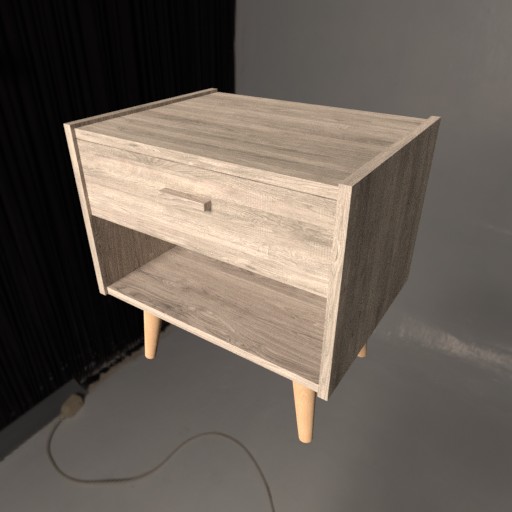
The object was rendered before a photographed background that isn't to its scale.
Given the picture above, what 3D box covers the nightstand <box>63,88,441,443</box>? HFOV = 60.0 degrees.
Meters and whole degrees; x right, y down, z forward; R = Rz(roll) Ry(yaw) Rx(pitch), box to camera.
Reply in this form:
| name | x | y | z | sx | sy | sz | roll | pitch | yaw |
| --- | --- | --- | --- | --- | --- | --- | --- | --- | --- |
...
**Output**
| name | x | y | z | sx | sy | sz | roll | pitch | yaw |
| --- | --- | --- | --- | --- | --- | --- | --- | --- | --- |
| nightstand | 0.000 | 0.000 | 0.834 | 0.480 | 0.500 | 0.380 | 18 | 35 | 28 |
